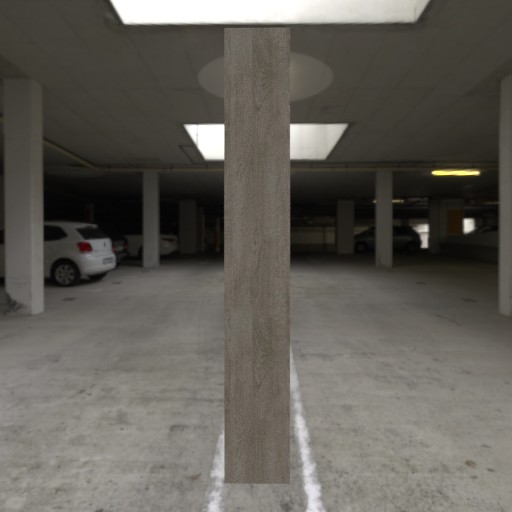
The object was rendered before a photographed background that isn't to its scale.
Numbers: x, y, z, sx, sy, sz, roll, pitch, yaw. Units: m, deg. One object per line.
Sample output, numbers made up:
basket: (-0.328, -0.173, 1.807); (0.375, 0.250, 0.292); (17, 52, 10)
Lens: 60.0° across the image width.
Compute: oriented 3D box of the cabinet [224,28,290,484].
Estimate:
cabinet: (0.000, 0.000, 1.846); (0.250, 1.630, 0.520); (0, 0, 1)
